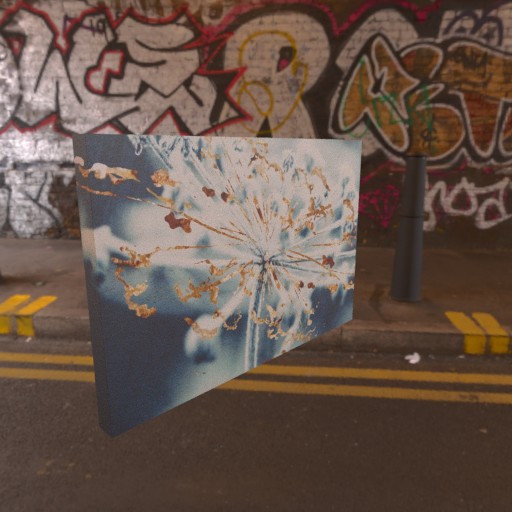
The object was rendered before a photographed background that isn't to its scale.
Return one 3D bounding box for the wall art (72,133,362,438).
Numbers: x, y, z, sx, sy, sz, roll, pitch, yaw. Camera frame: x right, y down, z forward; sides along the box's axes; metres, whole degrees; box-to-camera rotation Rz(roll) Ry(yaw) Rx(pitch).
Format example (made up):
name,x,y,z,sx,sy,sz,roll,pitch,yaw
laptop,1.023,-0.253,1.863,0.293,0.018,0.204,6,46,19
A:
name,x,y,z,sx,sy,sz,roll,pitch,yaw
wall art,0.000,0.000,0.787,0.036,0.405,0.607,13,19,43
